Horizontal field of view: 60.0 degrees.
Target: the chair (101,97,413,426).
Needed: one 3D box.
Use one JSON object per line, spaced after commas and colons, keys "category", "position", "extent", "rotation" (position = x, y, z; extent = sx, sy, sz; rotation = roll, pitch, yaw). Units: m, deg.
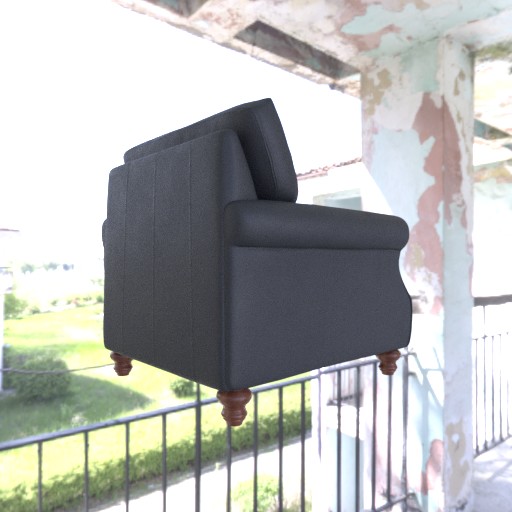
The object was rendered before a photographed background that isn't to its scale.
{"category": "chair", "position": [0.000, 0.000, 1.802], "extent": [1.027, 0.960, 1.015], "rotation": [0, 0, -37]}
